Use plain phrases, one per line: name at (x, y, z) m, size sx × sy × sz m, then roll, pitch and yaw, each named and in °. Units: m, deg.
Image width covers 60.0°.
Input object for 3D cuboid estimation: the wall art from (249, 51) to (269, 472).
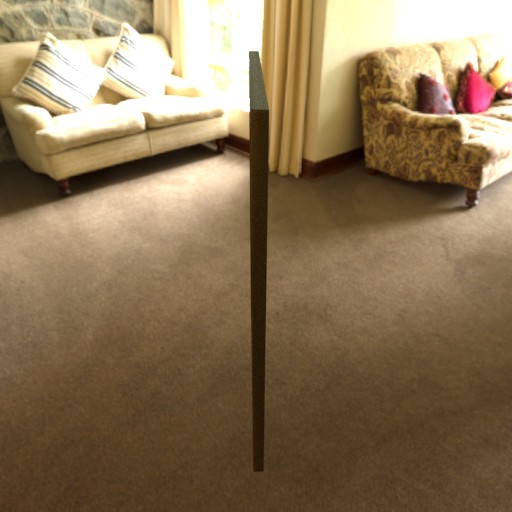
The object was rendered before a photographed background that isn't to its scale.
wall art at (0.000, 0.000, 0.555) m, size 0.013 × 0.431 × 0.303 m, roll -1°, pitch 32°, yaw -1°
